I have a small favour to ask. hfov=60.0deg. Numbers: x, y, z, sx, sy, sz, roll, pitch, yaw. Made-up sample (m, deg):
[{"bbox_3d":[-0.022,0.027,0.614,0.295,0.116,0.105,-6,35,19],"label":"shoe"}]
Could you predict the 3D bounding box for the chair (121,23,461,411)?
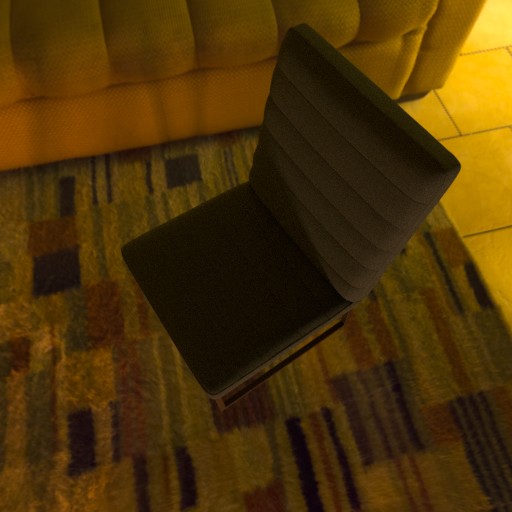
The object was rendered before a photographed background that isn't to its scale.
[{"bbox_3d":[0.000,0.000,1.255,0.634,0.930,0.520,-31,67,-15],"label":"chair"}]
